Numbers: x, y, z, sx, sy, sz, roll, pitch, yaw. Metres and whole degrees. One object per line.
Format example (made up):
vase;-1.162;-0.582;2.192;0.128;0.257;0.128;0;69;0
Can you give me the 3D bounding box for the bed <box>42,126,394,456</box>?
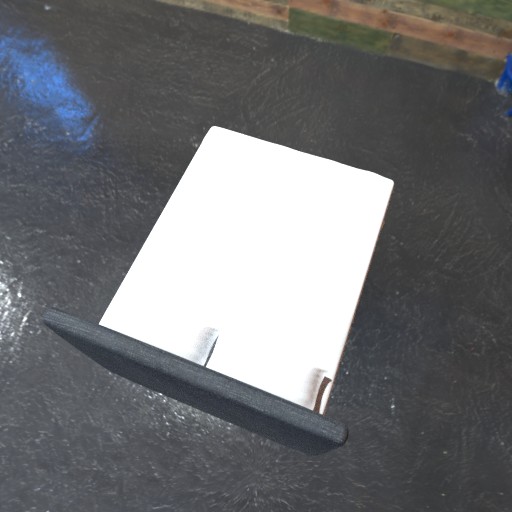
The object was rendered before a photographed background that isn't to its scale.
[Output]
bed;0.000;0.000;3.173;1.723;1.330;2.142;19;65;9
